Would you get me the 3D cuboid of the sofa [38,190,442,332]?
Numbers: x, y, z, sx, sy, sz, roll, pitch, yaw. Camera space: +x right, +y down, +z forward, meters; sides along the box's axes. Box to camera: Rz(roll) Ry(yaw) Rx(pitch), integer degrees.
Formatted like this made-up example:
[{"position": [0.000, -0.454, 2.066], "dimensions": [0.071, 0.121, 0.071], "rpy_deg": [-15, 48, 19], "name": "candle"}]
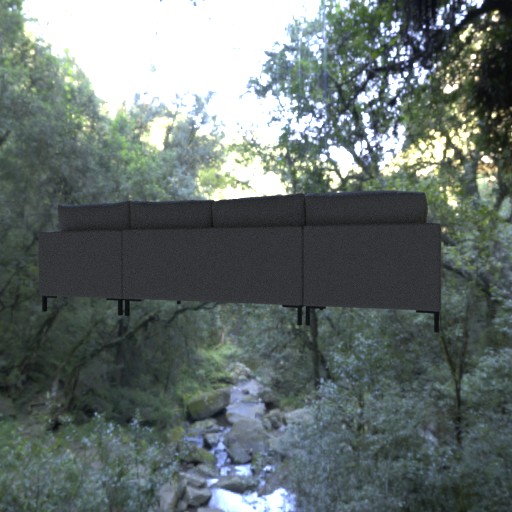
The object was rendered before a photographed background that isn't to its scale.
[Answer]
[{"position": [0.000, 0.000, 3.924], "dimensions": [2.984, 0.862, 1.989], "rpy_deg": [0, 0, 19], "name": "sofa"}]
